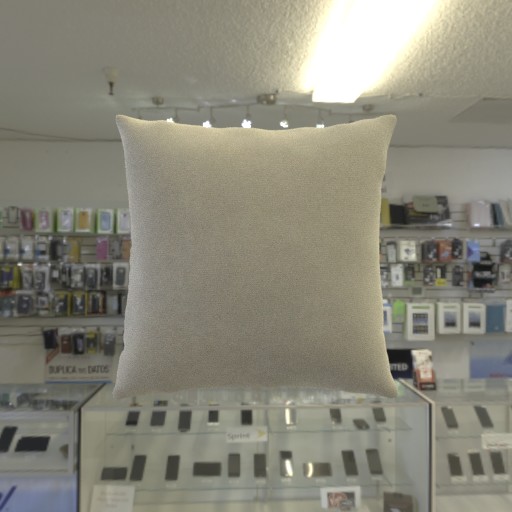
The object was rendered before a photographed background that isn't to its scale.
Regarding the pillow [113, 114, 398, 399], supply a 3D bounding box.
[{"bbox_3d":[0.000,0.000,0.678,0.433,0.434,0.196,0,-1,-1],"label":"pillow"}]
